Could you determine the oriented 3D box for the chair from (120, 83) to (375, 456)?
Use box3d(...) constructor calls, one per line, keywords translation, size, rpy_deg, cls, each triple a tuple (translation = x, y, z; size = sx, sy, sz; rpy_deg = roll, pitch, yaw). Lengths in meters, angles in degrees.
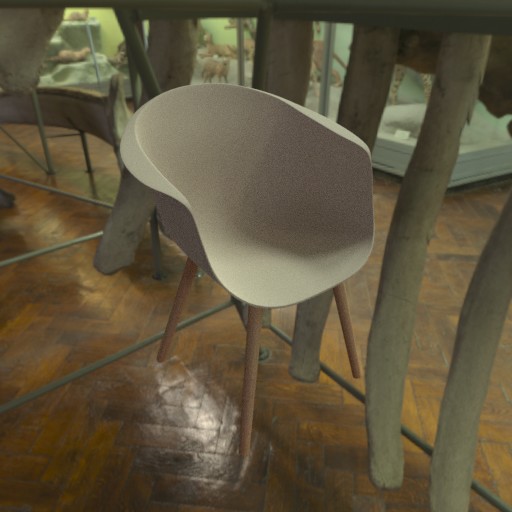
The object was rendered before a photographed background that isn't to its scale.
box3d(translation=(0.000, 0.000, 1.155), size=(0.593, 0.781, 0.504), rpy_deg=(-22, 37, -32), cls="chair")
